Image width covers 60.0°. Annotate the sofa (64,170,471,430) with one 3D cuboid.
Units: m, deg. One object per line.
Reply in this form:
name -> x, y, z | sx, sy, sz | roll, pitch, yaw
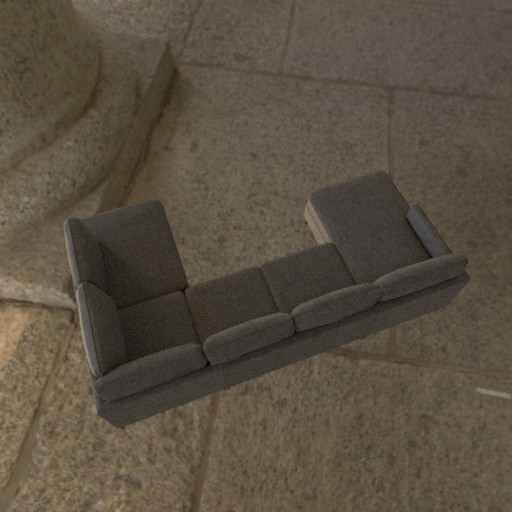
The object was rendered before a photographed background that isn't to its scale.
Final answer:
sofa -> 0.000, 0.000, 4.345 | 3.423, 0.999, 2.048 | -18, 61, -10
